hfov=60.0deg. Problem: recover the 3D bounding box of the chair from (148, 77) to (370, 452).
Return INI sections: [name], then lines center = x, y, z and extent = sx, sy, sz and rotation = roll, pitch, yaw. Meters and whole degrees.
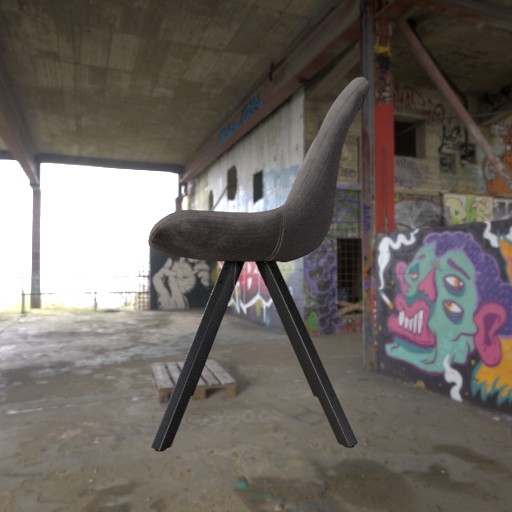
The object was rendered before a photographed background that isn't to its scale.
[chair]
center = 0.000, 0.000, 1.173
extent = 0.550, 0.850, 0.476
rotation = 0, -2, -1
